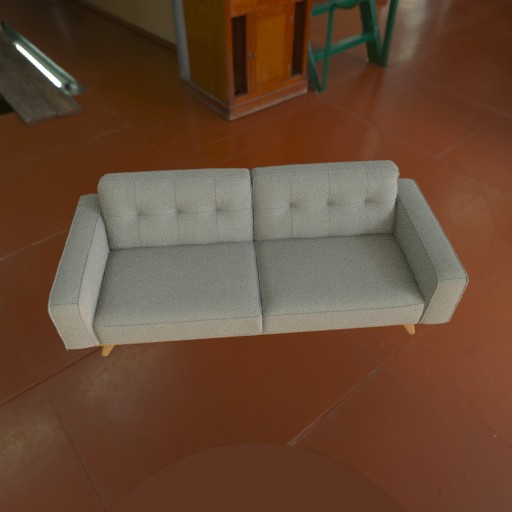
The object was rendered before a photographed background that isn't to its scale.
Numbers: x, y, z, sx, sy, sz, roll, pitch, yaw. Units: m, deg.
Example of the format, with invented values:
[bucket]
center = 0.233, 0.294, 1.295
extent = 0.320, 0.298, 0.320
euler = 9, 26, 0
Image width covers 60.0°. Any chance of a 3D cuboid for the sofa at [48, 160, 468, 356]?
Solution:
[sofa]
center = 0.000, 0.000, 2.772
extent = 2.270, 0.781, 0.956
euler = -3, 46, -3
